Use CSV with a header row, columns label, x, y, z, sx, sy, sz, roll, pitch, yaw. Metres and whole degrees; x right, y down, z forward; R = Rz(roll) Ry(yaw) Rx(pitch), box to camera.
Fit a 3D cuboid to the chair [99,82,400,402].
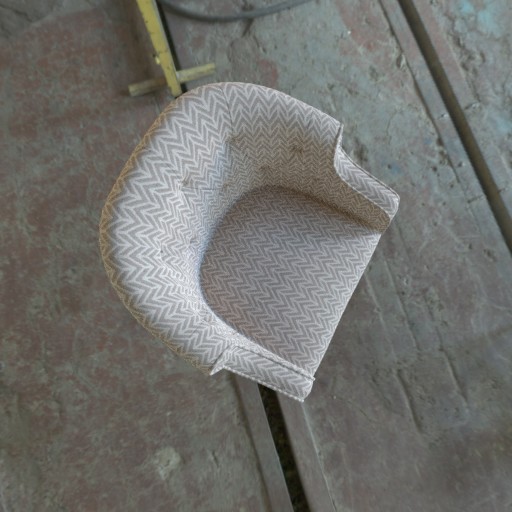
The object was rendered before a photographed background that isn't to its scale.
label,x,y,z,sx,sy,sz,roll,pitch,yaw
chair,0.000,0.000,1.317,0.613,0.858,0.686,27,78,6
